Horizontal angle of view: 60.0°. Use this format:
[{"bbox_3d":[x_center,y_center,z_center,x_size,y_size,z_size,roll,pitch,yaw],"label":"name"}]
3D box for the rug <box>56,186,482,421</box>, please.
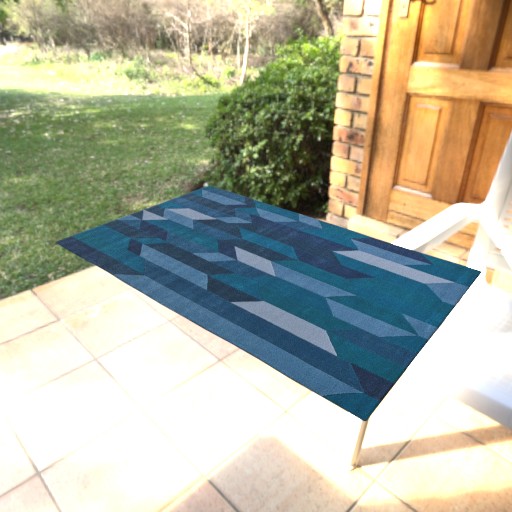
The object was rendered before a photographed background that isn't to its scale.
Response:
[{"bbox_3d":[0.000,0.000,2.944,2.420,0.005,1.528,22,36,34],"label":"rug"}]
